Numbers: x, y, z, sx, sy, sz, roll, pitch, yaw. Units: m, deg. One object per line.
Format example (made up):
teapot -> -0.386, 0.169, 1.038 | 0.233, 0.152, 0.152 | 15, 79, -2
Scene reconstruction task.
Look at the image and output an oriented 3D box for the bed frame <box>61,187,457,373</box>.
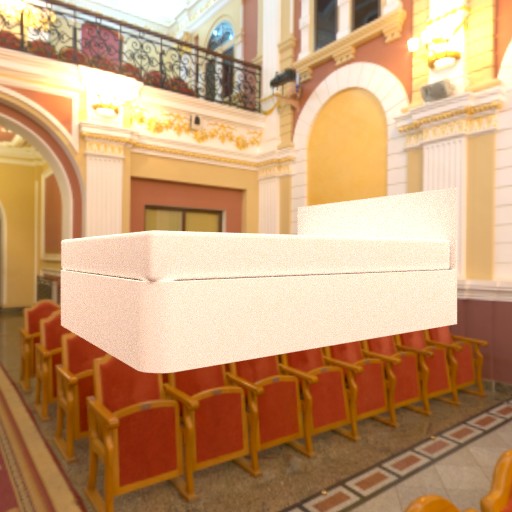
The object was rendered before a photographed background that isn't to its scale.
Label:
bed frame -> 0.000, 0.000, 2.615 | 1.900, 0.800, 1.400 | 0, 1, -36
